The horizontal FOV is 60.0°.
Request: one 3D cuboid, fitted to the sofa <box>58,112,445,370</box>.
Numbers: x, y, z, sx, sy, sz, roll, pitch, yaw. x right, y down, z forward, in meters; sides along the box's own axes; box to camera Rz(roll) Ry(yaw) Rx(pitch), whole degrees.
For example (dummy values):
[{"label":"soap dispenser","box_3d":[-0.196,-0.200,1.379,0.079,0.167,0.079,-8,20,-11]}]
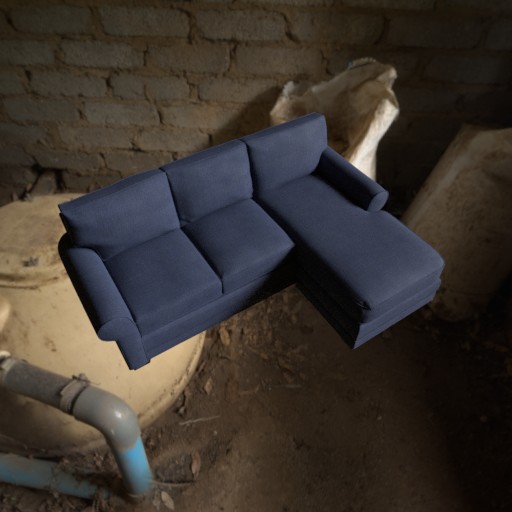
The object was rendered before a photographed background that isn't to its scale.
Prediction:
[{"label":"sofa","box_3d":[0.000,0.000,3.442,2.567,1.063,1.780,-26,53,-21]}]
